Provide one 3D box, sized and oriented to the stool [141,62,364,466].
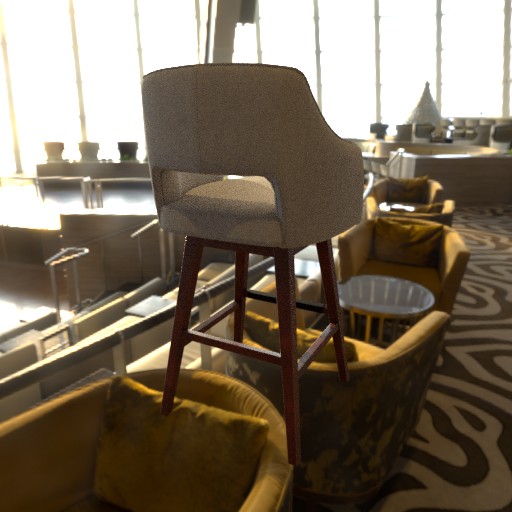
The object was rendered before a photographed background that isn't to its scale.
[{"bbox_3d":[0.000,0.000,1.326,0.548,1.012,0.558,9,19,27],"label":"stool"}]
